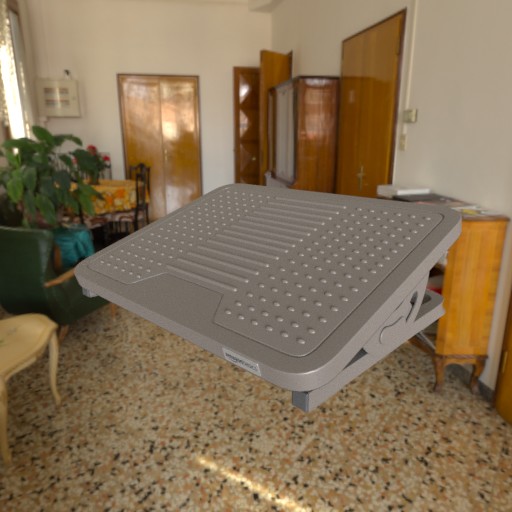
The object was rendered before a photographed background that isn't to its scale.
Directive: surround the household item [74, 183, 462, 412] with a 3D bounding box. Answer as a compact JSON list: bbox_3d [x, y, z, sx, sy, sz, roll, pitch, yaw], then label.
[{"bbox_3d":[0.000,0.000,0.536,0.390,0.126,0.301,15,21,42],"label":"household item"}]
